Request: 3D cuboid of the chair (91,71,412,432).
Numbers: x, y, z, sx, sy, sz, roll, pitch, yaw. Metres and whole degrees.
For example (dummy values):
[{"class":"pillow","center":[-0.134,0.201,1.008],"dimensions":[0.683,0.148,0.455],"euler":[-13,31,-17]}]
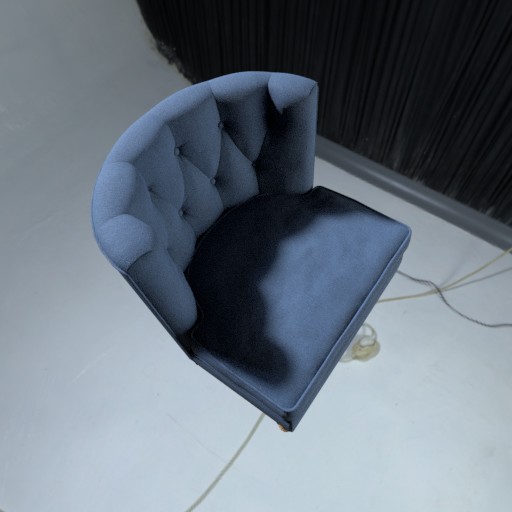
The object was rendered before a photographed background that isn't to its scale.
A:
[{"class":"chair","center":[0.000,0.000,1.334],"dimensions":[0.718,0.771,0.740],"euler":[32,63,18]}]
